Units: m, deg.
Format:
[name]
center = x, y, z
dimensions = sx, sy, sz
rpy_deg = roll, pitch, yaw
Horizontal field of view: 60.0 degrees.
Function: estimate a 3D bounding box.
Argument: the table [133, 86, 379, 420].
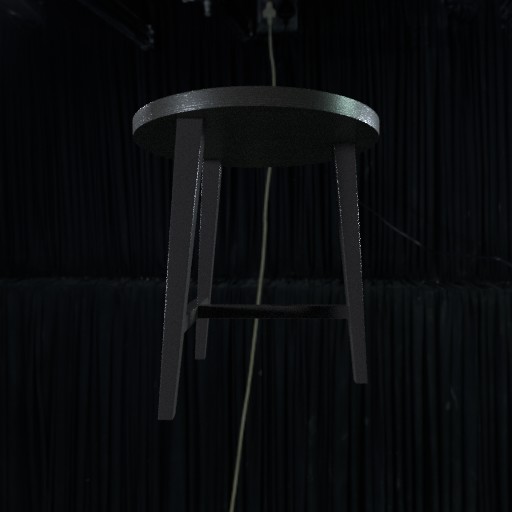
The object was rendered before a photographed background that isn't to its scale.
[table]
center = 0.000, 0.000, 0.936
dimensions = 0.500, 0.531, 0.500
rpy_deg = 0, 0, 0
